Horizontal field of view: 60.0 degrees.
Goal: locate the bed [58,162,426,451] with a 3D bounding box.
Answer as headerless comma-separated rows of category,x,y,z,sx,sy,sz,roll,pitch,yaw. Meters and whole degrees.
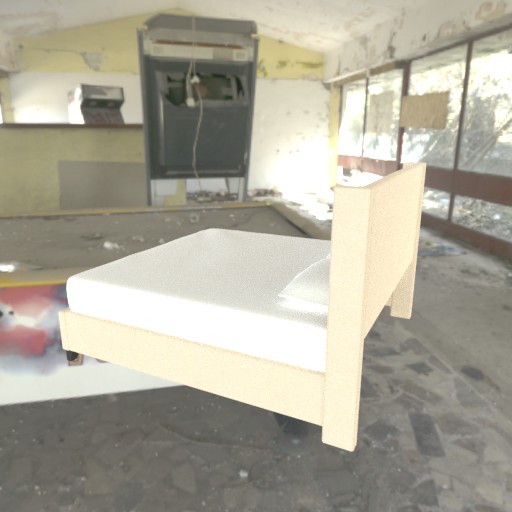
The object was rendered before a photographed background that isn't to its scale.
bed,0.000,0.000,3.687,2.293,1.471,2.145,8,17,26
